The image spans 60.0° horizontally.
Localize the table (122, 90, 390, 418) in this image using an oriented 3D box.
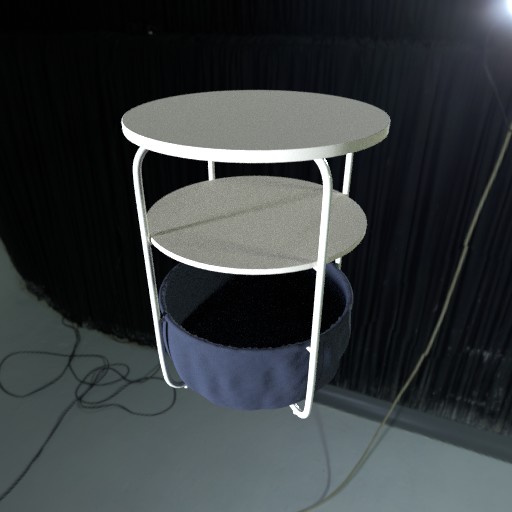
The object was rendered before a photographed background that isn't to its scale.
[{"bbox_3d":[0.000,0.000,0.846,0.418,0.532,0.418,9,31,15],"label":"table"}]
